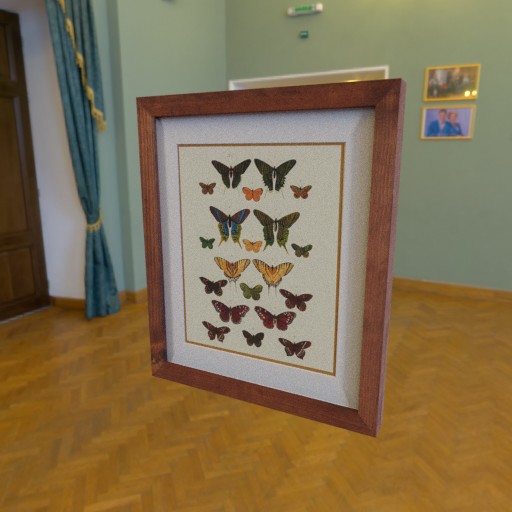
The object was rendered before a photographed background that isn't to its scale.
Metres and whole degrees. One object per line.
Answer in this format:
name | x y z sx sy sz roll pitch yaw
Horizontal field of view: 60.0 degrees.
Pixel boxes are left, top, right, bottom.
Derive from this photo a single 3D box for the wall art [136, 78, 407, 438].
wall art | 0.000 0.000 0.638 0.377 0.449 0.039 6 14 26
